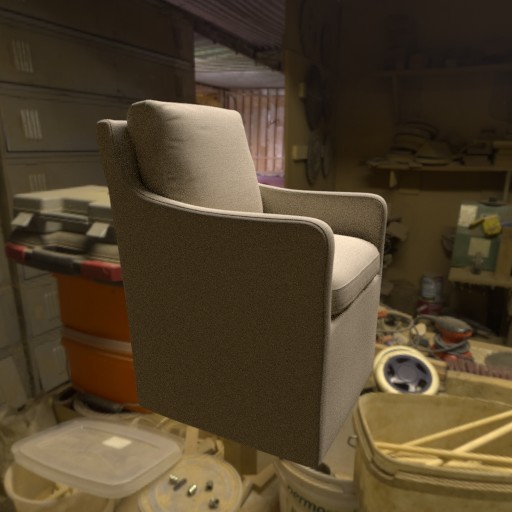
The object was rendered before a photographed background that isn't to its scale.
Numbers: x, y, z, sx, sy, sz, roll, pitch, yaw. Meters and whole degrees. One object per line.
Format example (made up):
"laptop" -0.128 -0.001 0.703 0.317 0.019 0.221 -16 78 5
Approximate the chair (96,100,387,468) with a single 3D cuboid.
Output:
"chair" 0.000 0.000 1.389 0.694 0.914 0.626 8 16 27
